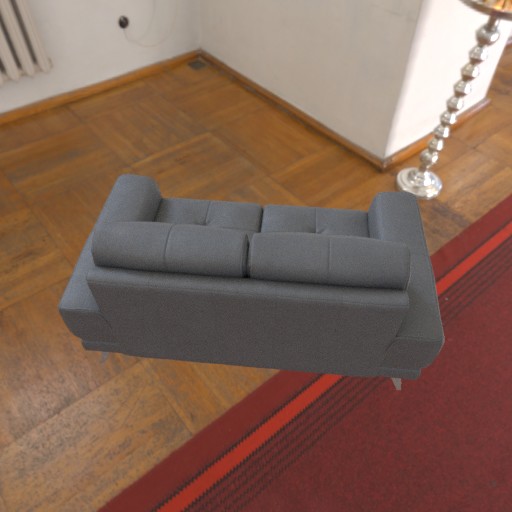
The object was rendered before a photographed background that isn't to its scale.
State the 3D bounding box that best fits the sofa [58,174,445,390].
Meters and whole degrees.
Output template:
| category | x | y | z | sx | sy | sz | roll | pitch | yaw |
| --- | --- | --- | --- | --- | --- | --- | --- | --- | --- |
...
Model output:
| category | x | y | z | sx | sy | sz | roll | pitch | yaw |
| --- | --- | --- | --- | --- | --- | --- | --- | --- | --- |
| sofa | 0.000 | 0.000 | 2.371 | 1.806 | 0.907 | 1.018 | 4 | 49 | 4 |
